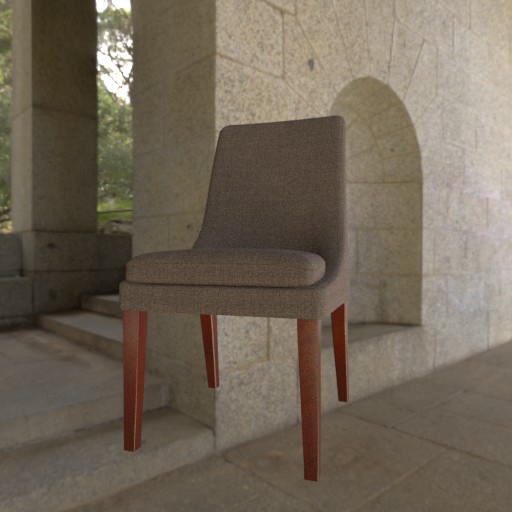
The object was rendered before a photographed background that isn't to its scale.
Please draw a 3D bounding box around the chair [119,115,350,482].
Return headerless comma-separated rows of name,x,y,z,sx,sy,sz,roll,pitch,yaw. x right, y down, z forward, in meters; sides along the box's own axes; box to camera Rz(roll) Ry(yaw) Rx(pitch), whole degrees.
chair,0.000,0.000,1.307,0.508,0.952,0.655,0,1,18
